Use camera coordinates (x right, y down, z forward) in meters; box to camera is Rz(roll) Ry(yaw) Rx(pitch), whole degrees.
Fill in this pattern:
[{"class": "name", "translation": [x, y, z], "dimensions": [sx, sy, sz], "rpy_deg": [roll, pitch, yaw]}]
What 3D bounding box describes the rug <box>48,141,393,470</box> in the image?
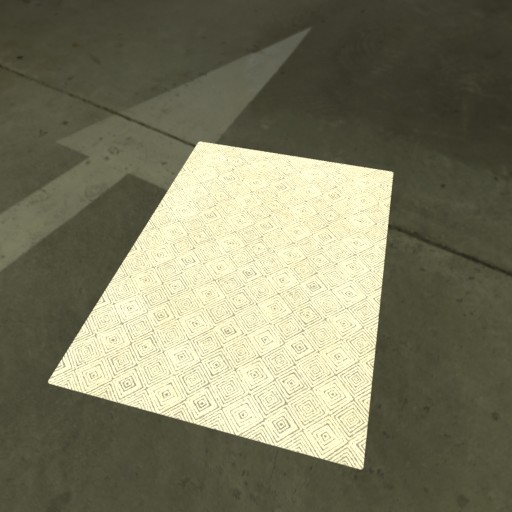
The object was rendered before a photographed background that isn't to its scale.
[{"class": "rug", "translation": [0.000, 0.000, 2.841], "dimensions": [1.593, 0.008, 2.238], "rpy_deg": [11, 49, 10]}]
